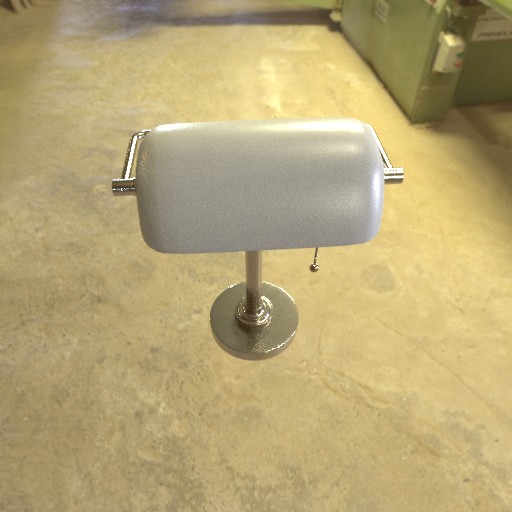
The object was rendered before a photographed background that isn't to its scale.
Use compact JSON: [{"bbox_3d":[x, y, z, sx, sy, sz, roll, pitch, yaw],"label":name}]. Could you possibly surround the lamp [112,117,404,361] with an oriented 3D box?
[{"bbox_3d":[0.000,0.000,0.557,0.269,0.404,0.227,-3,46,-3],"label":"lamp"}]
